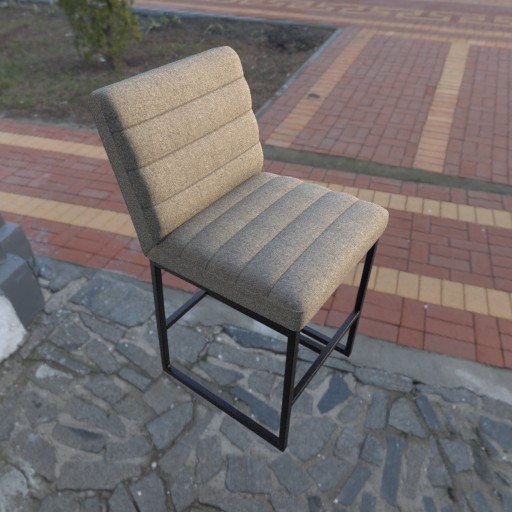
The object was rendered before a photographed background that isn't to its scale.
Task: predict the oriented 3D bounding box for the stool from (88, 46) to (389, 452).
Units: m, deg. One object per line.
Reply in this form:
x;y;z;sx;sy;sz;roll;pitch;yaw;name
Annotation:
0.000;0.000;1.232;0.560;0.940;0.460;25;46;27;stool
